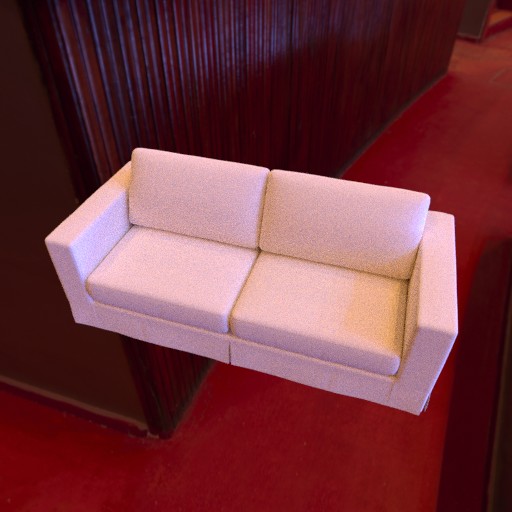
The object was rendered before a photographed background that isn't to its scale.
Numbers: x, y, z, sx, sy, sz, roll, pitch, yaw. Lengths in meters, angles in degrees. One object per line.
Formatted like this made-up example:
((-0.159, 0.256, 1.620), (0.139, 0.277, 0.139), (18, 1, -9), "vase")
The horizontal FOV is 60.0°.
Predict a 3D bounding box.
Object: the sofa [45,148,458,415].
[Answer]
((0.000, 0.000, 2.631), (2.163, 0.881, 0.954), (12, 42, 13), "sofa")
